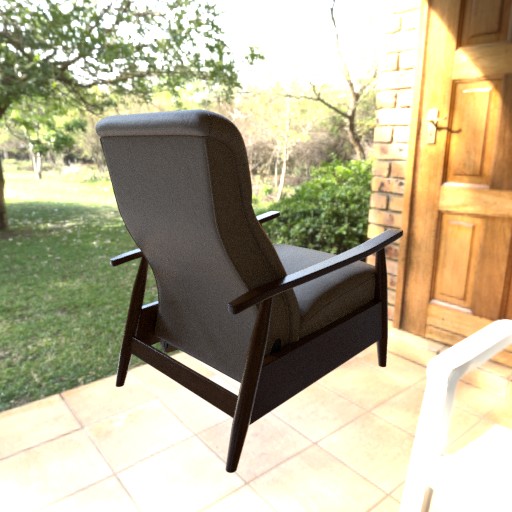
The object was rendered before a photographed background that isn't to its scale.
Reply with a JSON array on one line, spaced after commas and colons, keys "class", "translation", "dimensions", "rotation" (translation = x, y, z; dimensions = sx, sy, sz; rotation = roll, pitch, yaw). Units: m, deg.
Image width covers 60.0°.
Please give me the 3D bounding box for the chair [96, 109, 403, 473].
[{"class": "chair", "translation": [0.000, 0.000, 1.813], "dimensions": [0.762, 1.082, 1.030], "rotation": [14, 20, 43]}]
